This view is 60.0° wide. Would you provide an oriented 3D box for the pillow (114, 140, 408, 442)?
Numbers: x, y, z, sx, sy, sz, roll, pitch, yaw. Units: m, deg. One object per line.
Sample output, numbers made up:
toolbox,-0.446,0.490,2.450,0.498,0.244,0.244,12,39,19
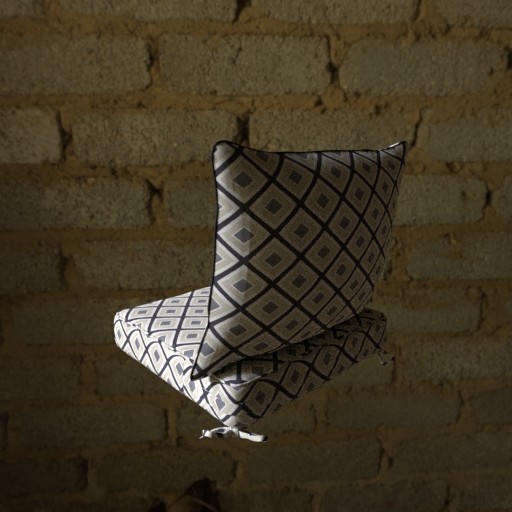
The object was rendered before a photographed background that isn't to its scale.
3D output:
pillow,0.000,0.000,1.416,0.798,0.722,0.733,-14,20,-41
